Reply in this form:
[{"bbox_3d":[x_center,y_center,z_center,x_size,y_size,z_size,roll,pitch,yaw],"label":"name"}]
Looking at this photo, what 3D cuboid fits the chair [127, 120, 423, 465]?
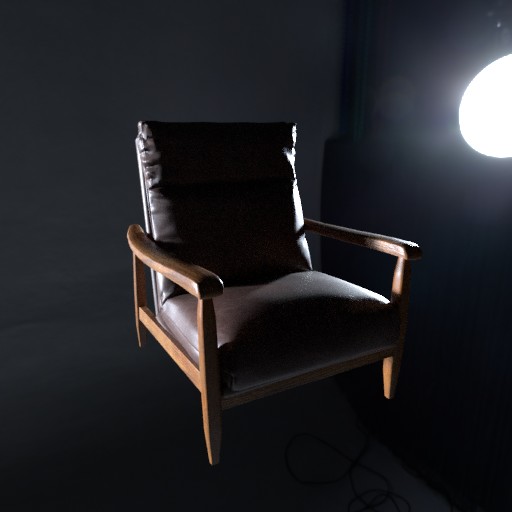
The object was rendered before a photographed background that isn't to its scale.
[{"bbox_3d":[0.000,0.000,1.529,0.782,0.897,0.830,-9,18,-27],"label":"chair"}]
